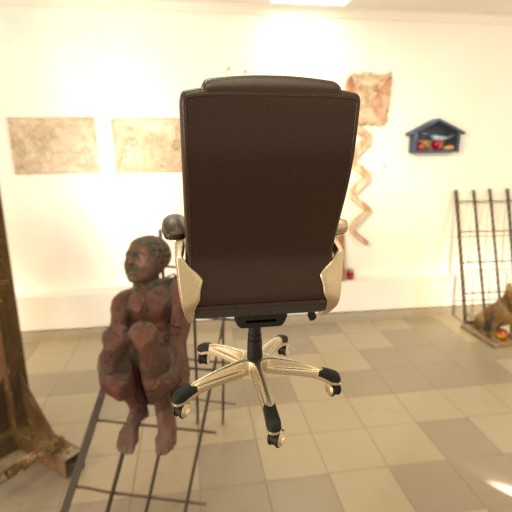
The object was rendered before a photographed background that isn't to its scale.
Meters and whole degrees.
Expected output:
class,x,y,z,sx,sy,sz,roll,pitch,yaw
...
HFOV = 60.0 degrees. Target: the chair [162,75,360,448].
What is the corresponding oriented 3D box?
class,x,y,z,sx,sy,sz,roll,pitch,yaw
chair,0.000,0.000,1.677,0.692,1.194,0.749,-2,15,-9
